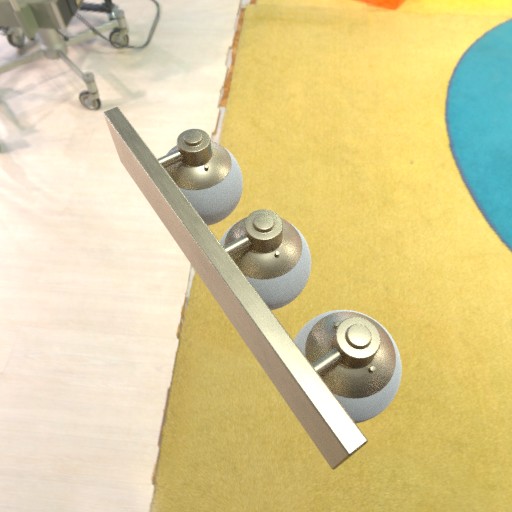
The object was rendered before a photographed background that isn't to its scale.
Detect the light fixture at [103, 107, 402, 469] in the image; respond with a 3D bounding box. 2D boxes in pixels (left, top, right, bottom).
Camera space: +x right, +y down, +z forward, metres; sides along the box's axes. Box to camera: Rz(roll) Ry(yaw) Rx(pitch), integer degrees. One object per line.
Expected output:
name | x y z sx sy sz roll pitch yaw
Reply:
light fixture | 0.000 0.000 0.822 0.218 0.263 0.721 -29 62 -17
